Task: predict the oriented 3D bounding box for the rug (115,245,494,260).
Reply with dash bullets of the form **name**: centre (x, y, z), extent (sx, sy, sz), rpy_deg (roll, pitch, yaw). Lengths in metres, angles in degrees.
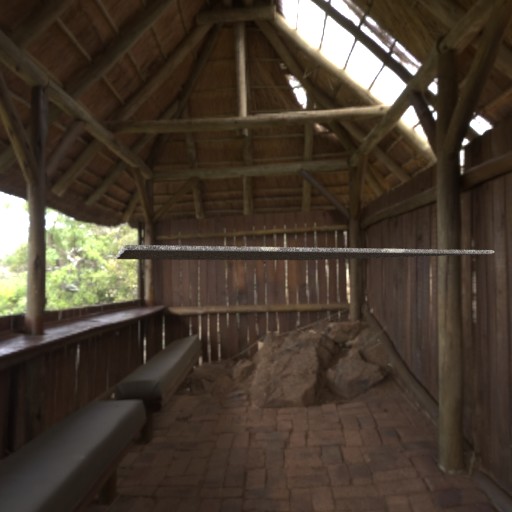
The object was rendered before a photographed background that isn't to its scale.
- **rug**: centre (0.000, 0.000, 4.009), extent (2.399, 0.026, 3.000), rpy_deg (0, -1, -18)
